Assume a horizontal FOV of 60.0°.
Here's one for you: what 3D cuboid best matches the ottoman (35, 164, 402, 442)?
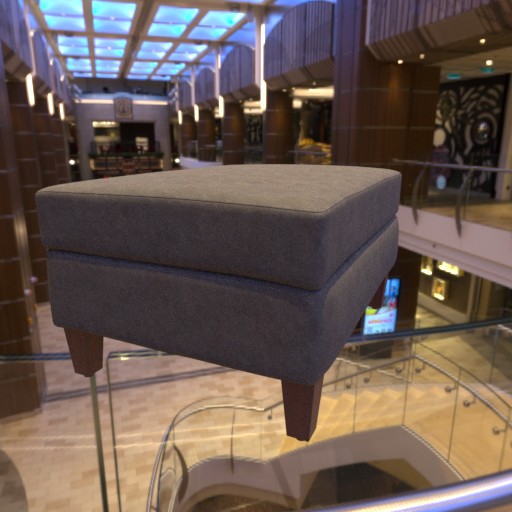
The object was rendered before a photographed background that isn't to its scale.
[{"bbox_3d":[0.000,0.000,1.189,0.639,0.464,0.839,7,16,24],"label":"ottoman"}]
